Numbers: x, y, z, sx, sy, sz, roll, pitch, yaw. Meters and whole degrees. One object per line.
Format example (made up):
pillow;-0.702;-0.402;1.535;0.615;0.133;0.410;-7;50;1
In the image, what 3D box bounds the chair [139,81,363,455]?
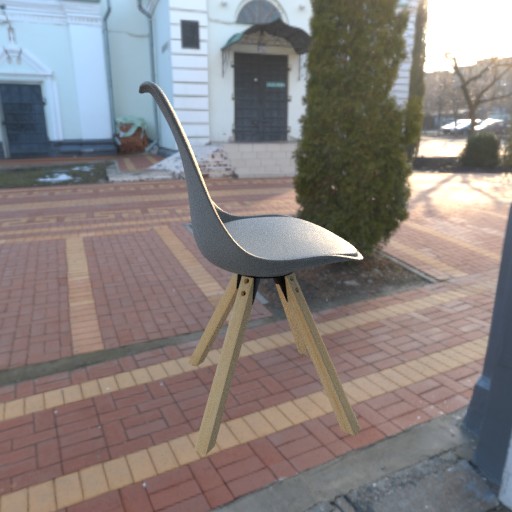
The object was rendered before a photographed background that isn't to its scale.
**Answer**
chair;0.000;0.000;1.189;0.549;0.850;0.485;-3;17;-10
